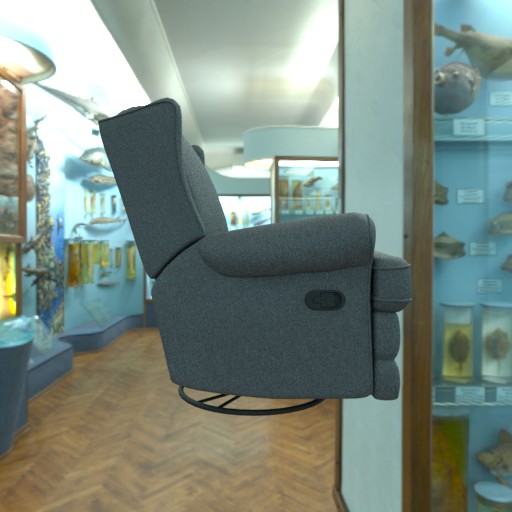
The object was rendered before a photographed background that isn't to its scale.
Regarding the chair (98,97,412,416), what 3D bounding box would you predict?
[{"bbox_3d":[0.000,0.000,1.680,0.969,1.011,0.847,0,1,0],"label":"chair"}]
